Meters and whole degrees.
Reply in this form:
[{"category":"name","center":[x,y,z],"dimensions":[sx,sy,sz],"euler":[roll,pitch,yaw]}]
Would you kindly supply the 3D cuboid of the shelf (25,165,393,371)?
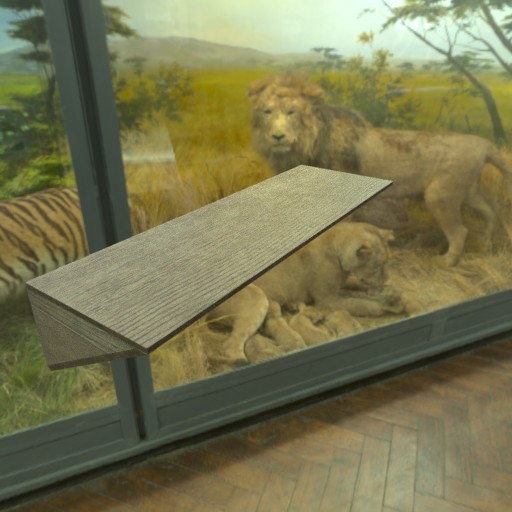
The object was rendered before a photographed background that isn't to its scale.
[{"category":"shelf","center":[0.000,0.000,0.693],"dimensions":[0.200,0.125,0.610],"euler":[18,32,31]}]
